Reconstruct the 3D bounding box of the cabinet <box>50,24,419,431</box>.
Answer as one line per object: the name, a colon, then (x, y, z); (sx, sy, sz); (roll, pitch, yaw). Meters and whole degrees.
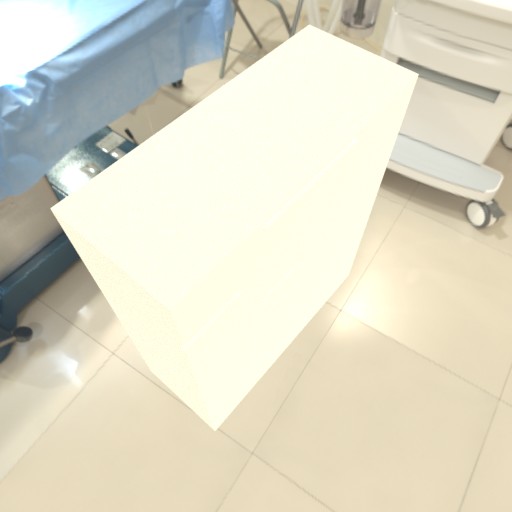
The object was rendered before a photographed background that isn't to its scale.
cabinet: (0.000, 0.000, 1.662); (0.400, 1.190, 1.000); (36, 64, 21)
